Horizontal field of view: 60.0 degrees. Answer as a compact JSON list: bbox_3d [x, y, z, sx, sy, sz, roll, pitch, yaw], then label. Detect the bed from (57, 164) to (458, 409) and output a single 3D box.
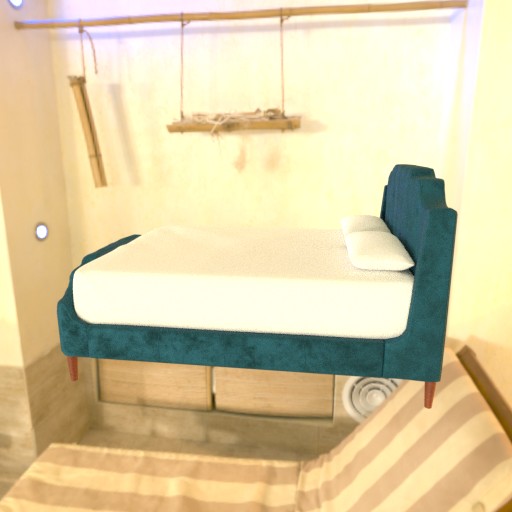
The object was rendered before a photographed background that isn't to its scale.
[{"bbox_3d":[0.000,0.000,3.311,2.322,1.338,1.678,2,14,8],"label":"bed"}]
